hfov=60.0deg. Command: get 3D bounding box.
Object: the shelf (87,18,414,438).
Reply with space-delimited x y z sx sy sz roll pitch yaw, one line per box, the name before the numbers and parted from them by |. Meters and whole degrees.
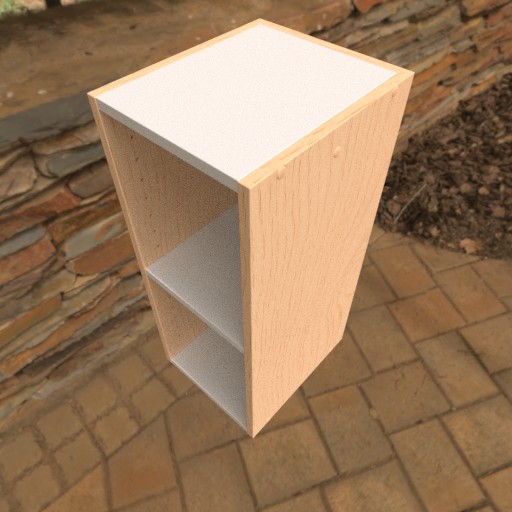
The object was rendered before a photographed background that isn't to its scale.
shelf | 0.000 0.000 0.734 0.250 0.600 0.290 34 56 27
